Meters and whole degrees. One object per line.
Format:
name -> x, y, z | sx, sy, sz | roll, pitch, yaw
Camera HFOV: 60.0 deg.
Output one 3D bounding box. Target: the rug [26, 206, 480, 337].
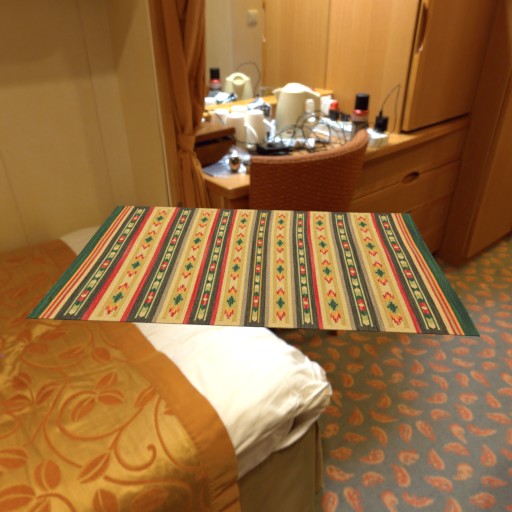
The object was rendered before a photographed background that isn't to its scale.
rug -> 0.000, 0.000, 3.030 | 2.447, 0.011, 1.520 | 2, 30, 3
